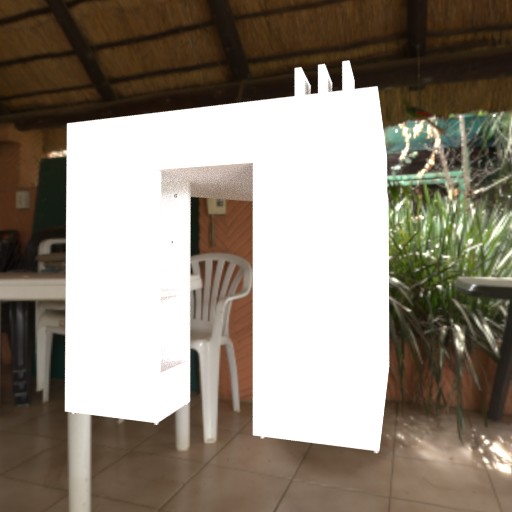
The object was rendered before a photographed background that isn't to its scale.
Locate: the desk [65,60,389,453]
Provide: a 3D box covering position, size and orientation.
[{"bbox_3d":[0.000,0.000,1.684,0.940,0.986,0.940,0,-1,18],"label":"desk"}]
